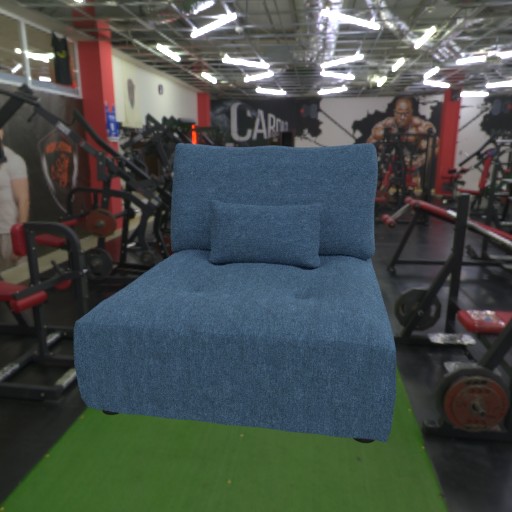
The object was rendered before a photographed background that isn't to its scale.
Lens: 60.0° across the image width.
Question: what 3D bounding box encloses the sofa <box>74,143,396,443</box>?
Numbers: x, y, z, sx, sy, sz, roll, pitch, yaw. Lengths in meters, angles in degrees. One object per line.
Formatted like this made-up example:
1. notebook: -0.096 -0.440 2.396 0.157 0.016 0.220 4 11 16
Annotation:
1. sofa: 0.000 0.000 1.666 0.930 0.820 1.000 2 15 10
